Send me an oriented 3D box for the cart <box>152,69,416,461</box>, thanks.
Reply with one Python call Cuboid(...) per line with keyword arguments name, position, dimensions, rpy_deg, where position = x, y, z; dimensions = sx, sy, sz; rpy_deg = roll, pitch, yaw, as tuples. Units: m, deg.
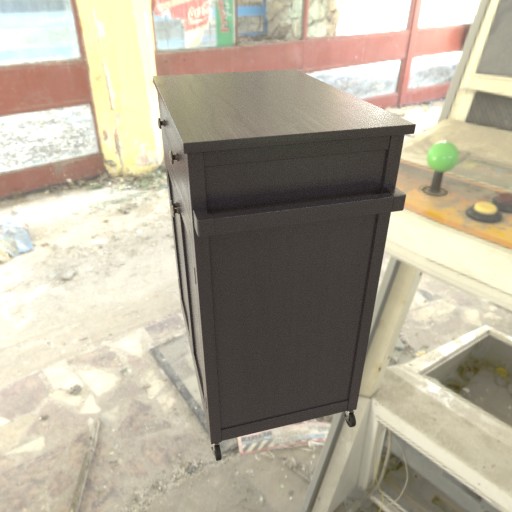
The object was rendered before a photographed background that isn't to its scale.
Cuboid(name="cart", position=(0.000, 0.000, 1.269), dimensions=(0.449, 0.878, 0.690), rpy_deg=(-8, 32, -13))
